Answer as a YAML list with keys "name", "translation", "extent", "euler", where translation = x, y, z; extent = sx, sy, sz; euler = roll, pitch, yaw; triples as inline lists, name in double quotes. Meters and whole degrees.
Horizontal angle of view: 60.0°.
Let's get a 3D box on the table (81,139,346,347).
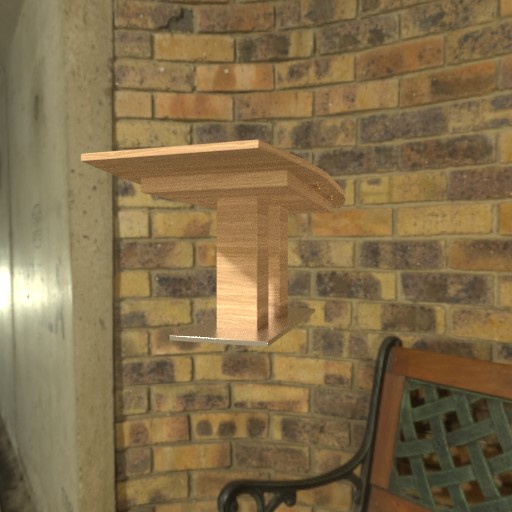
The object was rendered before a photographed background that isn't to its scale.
- name: "table"
  translation: [0.000, 0.000, 2.458]
  extent: [0.900, 0.750, 2.032]
  euler: [0, 1, 18]
